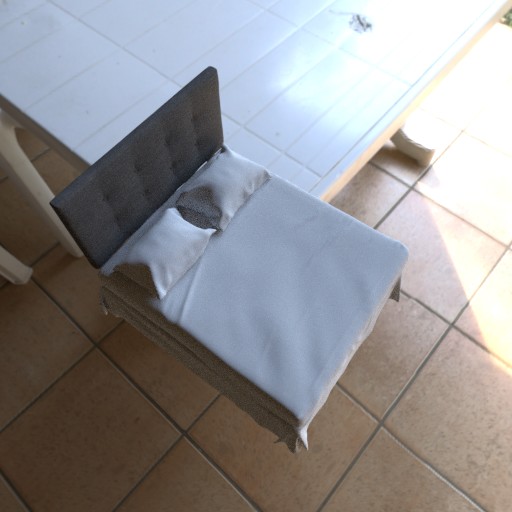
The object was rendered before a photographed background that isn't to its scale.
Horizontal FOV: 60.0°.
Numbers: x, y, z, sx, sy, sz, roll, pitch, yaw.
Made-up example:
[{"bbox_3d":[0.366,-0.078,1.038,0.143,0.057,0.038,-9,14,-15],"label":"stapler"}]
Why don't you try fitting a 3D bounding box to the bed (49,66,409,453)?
[{"bbox_3d":[0.000,0.000,3.482,2.222,1.577,1.936,32,65,17],"label":"bed"}]
